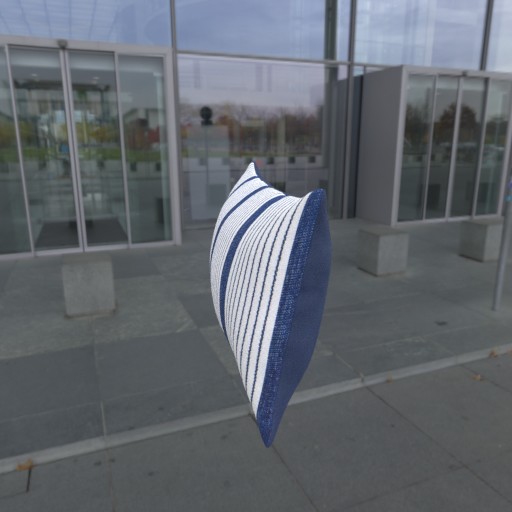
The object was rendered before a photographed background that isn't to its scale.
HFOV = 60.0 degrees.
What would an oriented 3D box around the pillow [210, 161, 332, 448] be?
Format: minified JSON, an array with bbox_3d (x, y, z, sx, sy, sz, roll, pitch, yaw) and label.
[{"bbox_3d":[0.000,0.000,0.753,0.156,0.292,0.608,-2,14,-7],"label":"pillow"}]
